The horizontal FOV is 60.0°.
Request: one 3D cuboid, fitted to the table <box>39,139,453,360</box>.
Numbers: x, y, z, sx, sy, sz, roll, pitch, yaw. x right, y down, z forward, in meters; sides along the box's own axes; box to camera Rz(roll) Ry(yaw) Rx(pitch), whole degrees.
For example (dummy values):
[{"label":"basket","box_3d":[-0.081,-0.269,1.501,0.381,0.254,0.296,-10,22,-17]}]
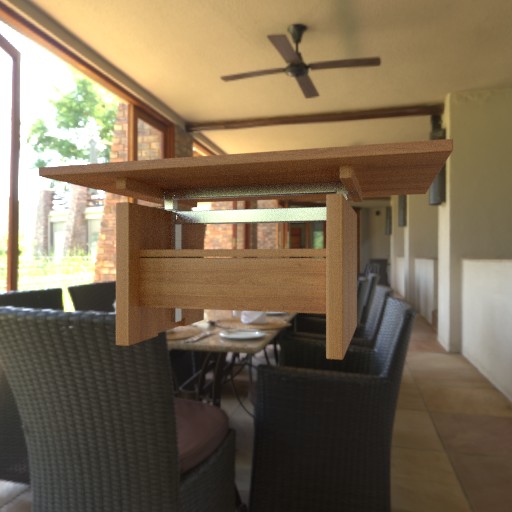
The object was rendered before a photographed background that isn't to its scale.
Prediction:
[{"label":"table","box_3d":[0.000,0.000,1.455,1.100,0.510,0.700,0,0,16]}]
